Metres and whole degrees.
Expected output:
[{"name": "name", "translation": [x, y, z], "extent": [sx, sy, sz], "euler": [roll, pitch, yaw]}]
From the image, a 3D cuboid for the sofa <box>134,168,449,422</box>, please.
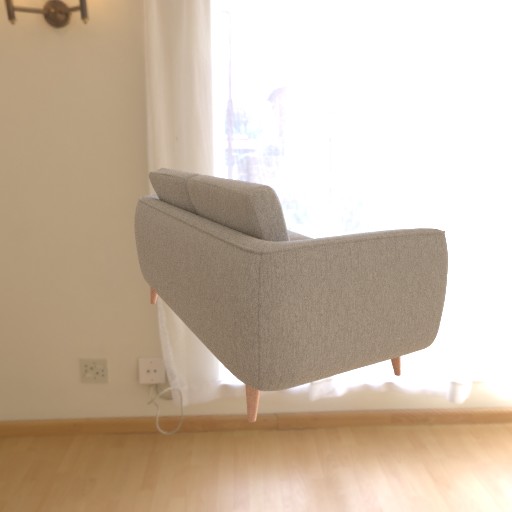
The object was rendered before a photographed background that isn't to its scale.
[{"name": "sofa", "translation": [0.000, 0.000, 2.283], "extent": [0.920, 0.850, 1.700], "euler": [-7, 16, -27]}]
